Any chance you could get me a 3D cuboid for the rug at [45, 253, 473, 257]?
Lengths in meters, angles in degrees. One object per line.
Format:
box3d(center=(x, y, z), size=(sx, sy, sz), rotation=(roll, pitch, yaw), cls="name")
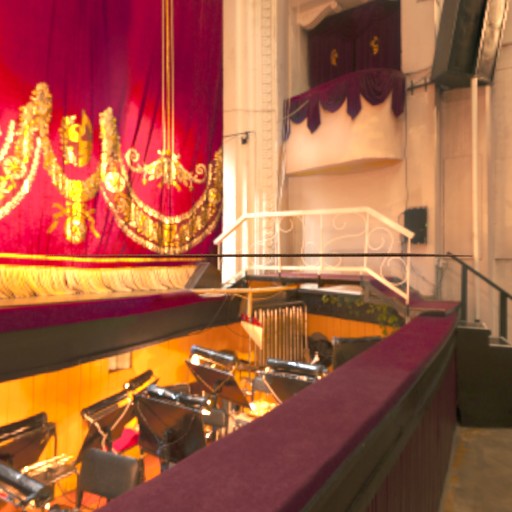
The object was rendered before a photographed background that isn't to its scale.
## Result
box3d(center=(0.000, 0.000, 2.239), size=(1.813, 0.006, 1.202), rotation=(0, 0, 35), cls="rug")
